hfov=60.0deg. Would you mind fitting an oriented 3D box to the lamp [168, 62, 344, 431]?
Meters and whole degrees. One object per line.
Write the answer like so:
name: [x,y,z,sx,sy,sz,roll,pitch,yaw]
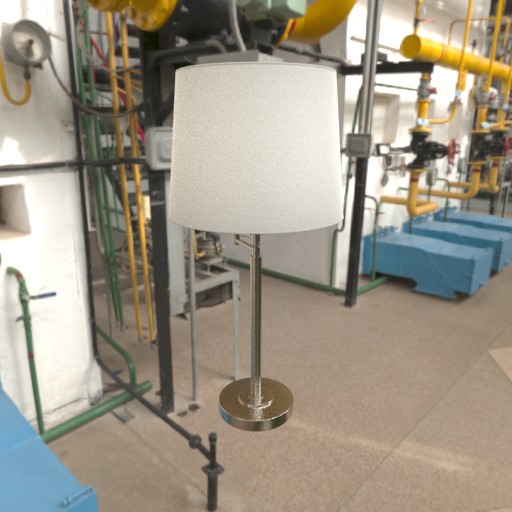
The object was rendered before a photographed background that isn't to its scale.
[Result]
lamp: [0.000,0.000,0.880,0.333,0.696,0.333,0,16,0]
